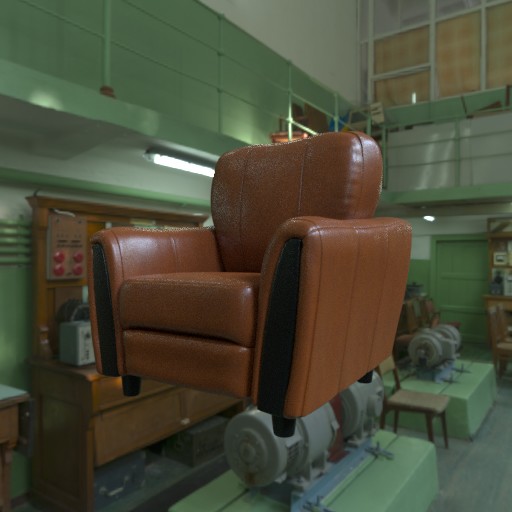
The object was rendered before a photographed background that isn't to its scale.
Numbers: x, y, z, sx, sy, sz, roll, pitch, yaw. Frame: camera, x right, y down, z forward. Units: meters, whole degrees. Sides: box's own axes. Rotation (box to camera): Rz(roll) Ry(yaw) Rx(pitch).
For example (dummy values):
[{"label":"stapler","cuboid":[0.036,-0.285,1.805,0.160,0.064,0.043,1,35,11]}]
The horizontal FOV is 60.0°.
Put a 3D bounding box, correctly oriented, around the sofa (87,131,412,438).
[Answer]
[{"label":"sofa","cuboid":[0.000,0.000,1.483,0.836,0.876,0.789,0,0,34]}]
